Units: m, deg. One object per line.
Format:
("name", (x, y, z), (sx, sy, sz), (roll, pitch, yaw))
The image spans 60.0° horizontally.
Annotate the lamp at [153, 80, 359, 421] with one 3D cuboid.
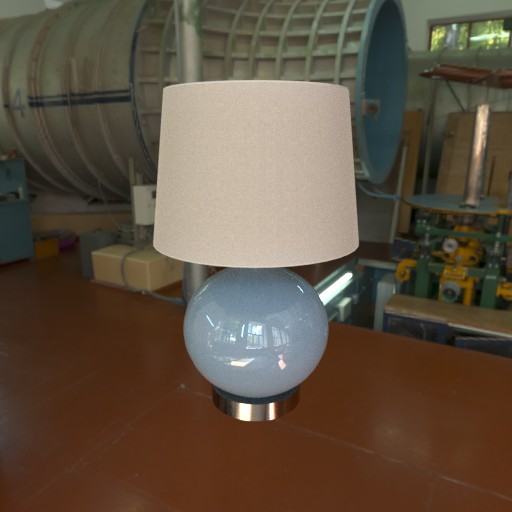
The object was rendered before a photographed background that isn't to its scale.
("lamp", (0.000, 0.000, 0.550), (0.247, 0.387, 0.247), (0, 15, 0))
